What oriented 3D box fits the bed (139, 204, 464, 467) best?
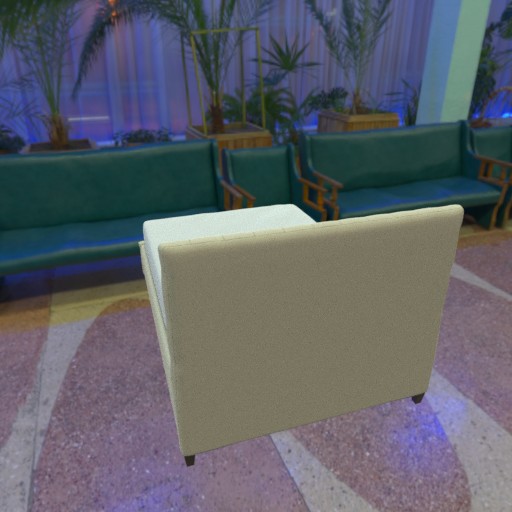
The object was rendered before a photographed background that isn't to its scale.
[{"bbox_3d":[0.000,0.000,3.516,1.698,1.427,2.387,-8,27,-16],"label":"bed"}]
